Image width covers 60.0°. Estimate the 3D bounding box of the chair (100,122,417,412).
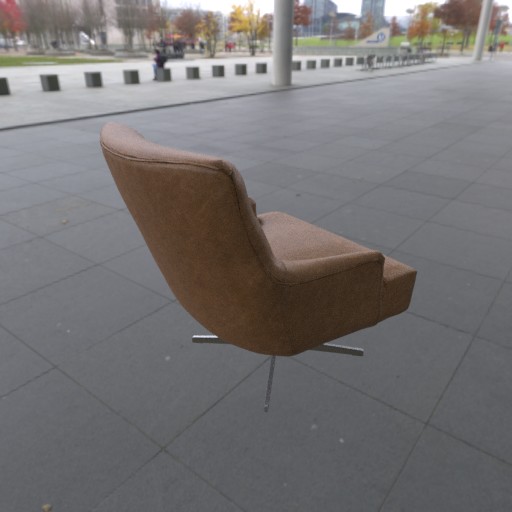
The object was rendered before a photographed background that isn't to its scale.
[{"bbox_3d":[0.000,0.000,1.499,0.874,0.869,0.729,-18,31,-33],"label":"chair"}]
